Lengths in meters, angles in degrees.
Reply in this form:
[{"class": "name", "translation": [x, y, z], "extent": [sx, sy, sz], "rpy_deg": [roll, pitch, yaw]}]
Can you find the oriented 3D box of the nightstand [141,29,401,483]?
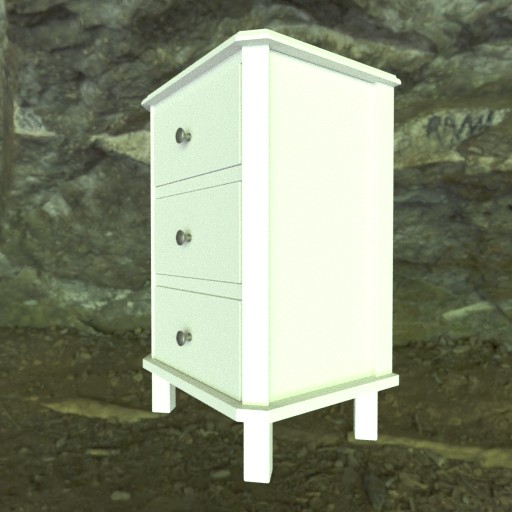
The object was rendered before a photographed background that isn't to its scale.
[{"class": "nightstand", "translation": [0.000, 0.000, 0.903], "extent": [0.351, 0.681, 0.435], "rpy_deg": [-1, 1, -36]}]
